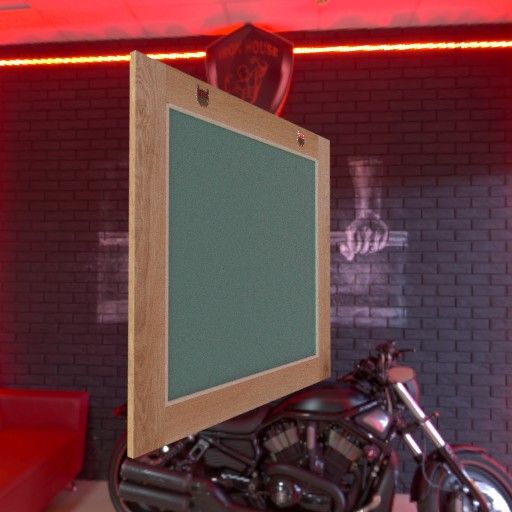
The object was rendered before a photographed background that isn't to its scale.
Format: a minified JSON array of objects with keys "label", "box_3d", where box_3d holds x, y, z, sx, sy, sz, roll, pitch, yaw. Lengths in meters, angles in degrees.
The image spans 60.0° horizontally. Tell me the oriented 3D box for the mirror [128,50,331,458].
[{"label":"mirror","box_3d":[0.000,0.000,1.189,0.020,0.800,0.800,-1,-2,38]}]
